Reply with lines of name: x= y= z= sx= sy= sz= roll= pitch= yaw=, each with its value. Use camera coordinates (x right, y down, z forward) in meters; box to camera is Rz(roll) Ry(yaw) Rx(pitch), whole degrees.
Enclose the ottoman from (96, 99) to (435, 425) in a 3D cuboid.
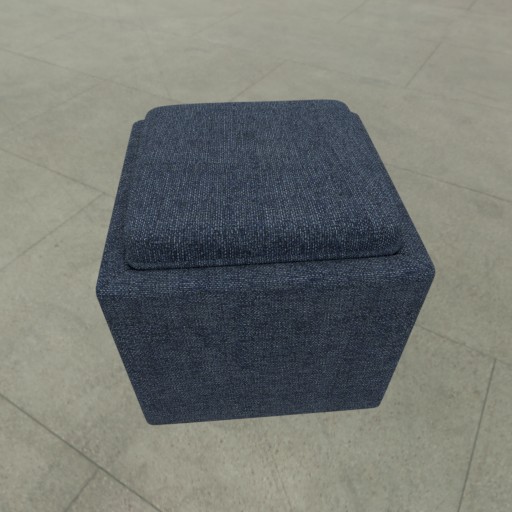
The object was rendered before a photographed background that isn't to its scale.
ottoman: x=0.000 y=0.000 z=0.844 sx=0.450 sy=0.460 sz=0.450 roll=-3 pitch=45 yaw=-3
